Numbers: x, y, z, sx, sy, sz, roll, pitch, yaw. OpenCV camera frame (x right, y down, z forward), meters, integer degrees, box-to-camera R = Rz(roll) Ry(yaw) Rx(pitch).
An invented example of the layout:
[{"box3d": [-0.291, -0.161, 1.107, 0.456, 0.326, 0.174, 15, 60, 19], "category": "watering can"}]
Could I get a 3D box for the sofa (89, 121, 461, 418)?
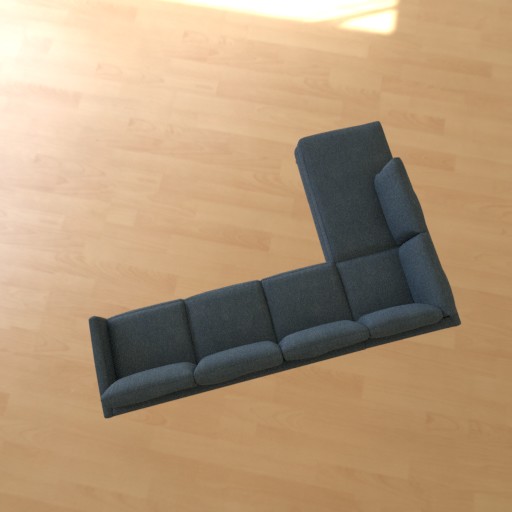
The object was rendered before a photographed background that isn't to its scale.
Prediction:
[{"box3d": [0.000, 0.000, 3.873, 2.949, 0.815, 2.007, -14, 76, -3], "category": "sofa"}]
